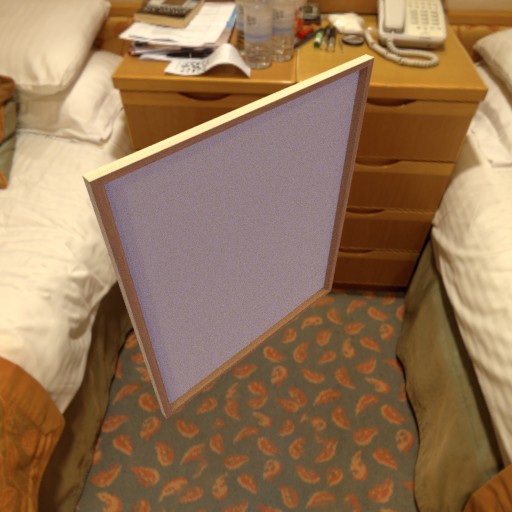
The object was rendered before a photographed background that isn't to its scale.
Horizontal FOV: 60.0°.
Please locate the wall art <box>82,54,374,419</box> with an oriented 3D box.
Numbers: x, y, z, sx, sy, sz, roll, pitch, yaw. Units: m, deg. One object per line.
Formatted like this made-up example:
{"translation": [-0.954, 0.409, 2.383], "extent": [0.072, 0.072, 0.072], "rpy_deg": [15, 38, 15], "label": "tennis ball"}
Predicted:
{"translation": [0.000, 0.000, 0.983], "extent": [0.609, 0.710, 0.021], "rpy_deg": [-33, 54, -28], "label": "wall art"}
